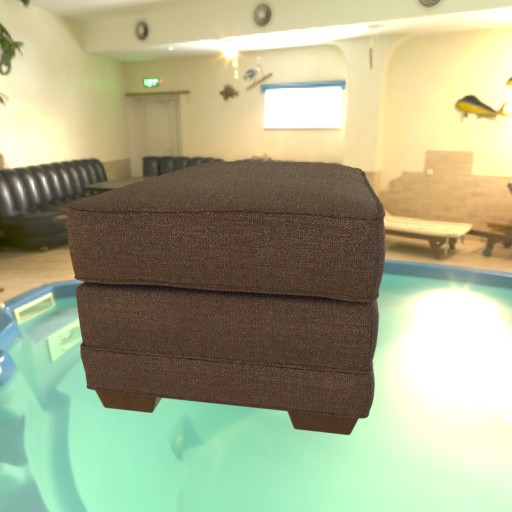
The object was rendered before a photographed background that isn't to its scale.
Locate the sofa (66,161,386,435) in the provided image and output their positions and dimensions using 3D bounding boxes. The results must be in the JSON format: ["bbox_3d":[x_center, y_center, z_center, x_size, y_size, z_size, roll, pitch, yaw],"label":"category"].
[{"bbox_3d":[0.000,0.000,1.191,0.578,0.457,0.854,3,17,9],"label":"sofa"}]
